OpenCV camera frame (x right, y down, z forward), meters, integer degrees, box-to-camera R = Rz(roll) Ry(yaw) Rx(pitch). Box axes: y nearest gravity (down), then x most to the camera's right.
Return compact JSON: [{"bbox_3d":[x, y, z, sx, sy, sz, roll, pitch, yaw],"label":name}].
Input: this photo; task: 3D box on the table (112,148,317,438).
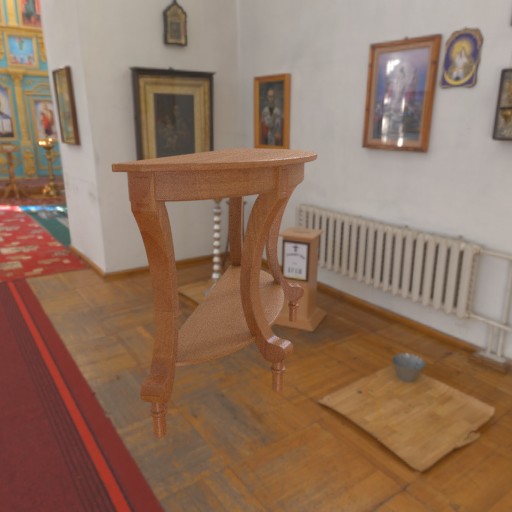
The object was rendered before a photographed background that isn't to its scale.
[{"bbox_3d":[0.000,0.000,1.533,0.394,0.692,1.198,3,15,9],"label":"table"}]
